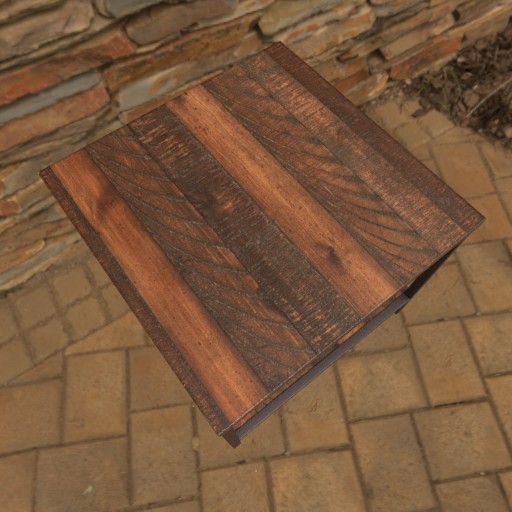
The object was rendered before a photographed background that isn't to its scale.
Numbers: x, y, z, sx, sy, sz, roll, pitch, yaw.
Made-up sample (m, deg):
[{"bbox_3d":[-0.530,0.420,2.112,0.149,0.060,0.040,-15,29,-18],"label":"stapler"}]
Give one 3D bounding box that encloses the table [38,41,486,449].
[{"bbox_3d":[0.000,0.000,0.979,0.553,0.482,0.548,-35,69,-16],"label":"table"}]
